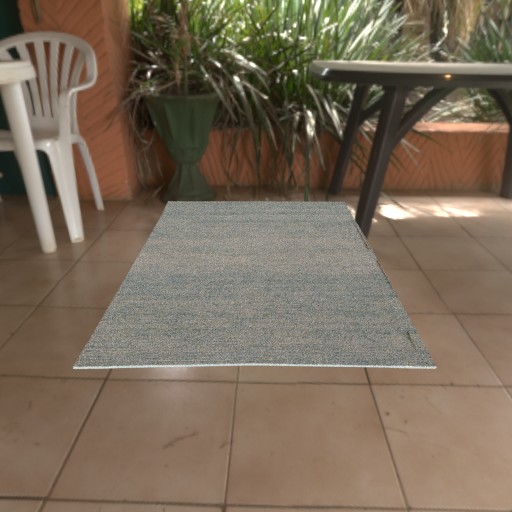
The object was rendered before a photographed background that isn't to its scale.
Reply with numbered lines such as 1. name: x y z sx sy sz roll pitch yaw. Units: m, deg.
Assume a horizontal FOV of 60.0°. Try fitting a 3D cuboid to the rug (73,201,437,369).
1. rug: 0.000 0.000 2.993 1.613 0.030 2.306 0 25 0
